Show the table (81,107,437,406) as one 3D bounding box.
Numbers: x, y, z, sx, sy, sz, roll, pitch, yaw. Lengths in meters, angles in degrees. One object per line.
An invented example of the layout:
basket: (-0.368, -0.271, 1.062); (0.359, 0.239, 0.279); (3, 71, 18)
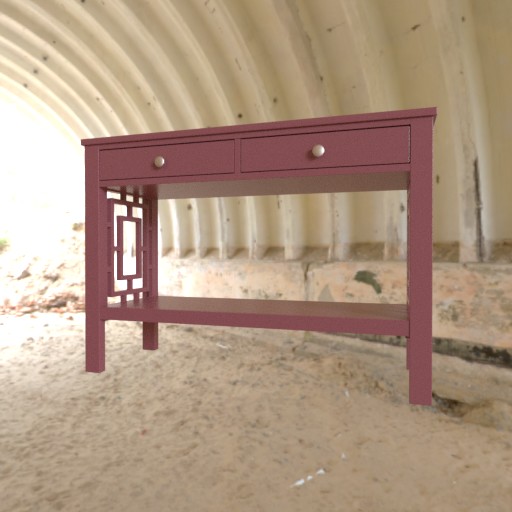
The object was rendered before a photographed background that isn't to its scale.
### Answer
table: (0.000, 0.000, 1.449); (1.068, 0.753, 0.397); (0, 1, 18)
